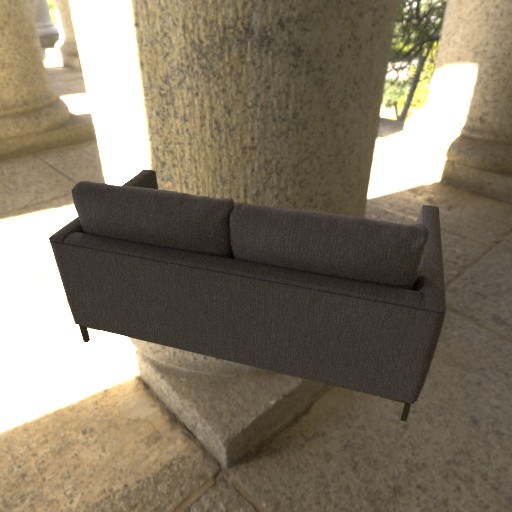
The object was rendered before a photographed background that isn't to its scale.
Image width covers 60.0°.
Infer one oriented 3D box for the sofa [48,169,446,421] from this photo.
[{"bbox_3d":[0.000,0.000,2.193,1.682,0.840,0.875,10,34,15],"label":"sofa"}]
